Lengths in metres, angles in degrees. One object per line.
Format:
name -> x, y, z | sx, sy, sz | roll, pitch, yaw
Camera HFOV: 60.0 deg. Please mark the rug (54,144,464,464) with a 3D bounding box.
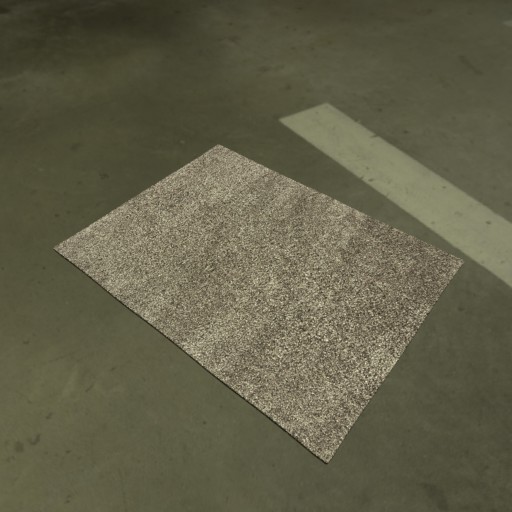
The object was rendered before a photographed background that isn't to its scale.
rug -> 0.000, 0.000, 2.155 | 1.601, 0.025, 1.198 | 31, 54, 26
